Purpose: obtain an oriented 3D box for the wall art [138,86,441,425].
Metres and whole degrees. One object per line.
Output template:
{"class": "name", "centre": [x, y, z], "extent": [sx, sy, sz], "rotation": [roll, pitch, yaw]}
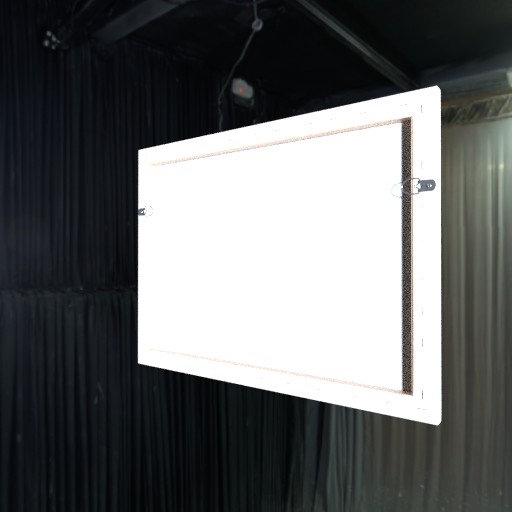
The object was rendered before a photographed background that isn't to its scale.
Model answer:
{"class": "wall art", "centre": [0.000, 0.000, 1.556], "extent": [1.219, 0.912, 0.042], "rotation": [0, 0, 36]}
